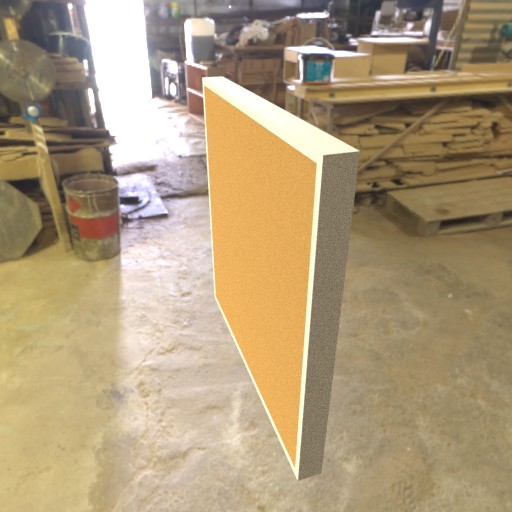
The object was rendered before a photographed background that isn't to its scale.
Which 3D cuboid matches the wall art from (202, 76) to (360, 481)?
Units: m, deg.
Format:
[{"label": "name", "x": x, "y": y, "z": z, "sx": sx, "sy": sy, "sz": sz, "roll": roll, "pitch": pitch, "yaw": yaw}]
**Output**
[{"label": "wall art", "x": 0.000, "y": 0.000, "z": 0.763, "sx": 0.040, "sy": 0.509, "sz": 0.509, "roll": -10, "pitch": 32, "yaw": -16}]
